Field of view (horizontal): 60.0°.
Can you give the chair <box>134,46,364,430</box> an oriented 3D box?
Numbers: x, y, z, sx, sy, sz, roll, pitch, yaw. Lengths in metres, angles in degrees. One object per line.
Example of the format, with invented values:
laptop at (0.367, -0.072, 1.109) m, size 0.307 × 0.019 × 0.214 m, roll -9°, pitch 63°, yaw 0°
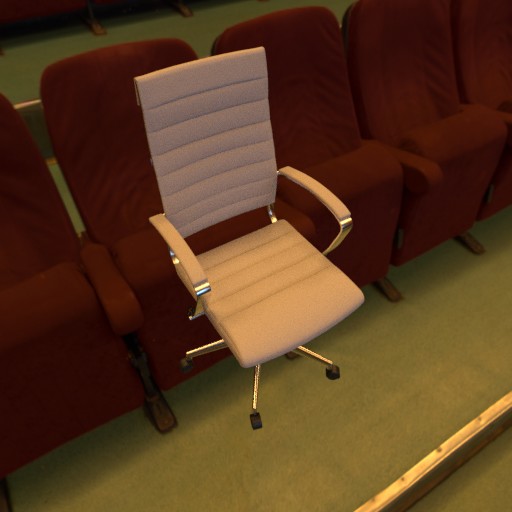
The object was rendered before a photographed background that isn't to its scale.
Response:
chair at (0.000, 0.000, 1.561) m, size 0.679 × 1.149 × 0.667 m, roll -24°, pitch 50°, yaw -22°
